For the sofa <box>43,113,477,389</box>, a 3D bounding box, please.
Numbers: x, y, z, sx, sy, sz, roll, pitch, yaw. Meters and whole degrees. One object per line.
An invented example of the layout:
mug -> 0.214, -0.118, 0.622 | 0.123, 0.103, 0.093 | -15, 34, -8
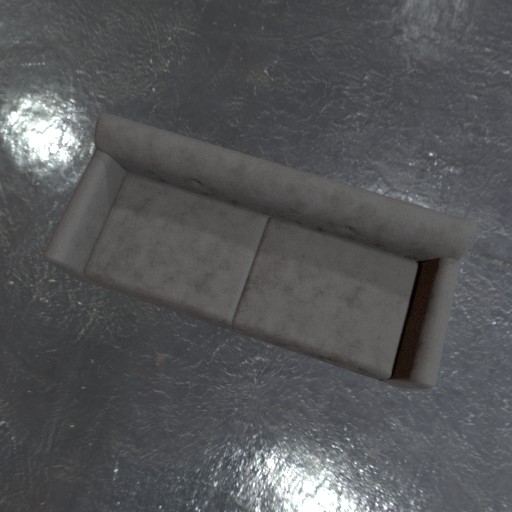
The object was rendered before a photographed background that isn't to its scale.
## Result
sofa -> 0.000, 0.000, 2.649 | 2.190, 0.740, 0.900 | 18, 73, 5
